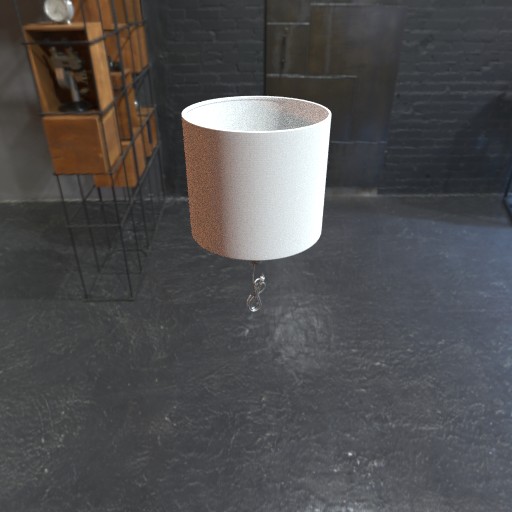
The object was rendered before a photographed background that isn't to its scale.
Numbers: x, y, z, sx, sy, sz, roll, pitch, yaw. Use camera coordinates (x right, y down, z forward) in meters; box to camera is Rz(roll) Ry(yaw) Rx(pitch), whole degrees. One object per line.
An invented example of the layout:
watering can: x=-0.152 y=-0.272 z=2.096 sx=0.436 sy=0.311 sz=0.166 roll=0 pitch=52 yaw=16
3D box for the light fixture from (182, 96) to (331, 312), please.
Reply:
light fixture: x=0.000 y=0.000 z=0.910 sx=0.203 sy=0.651 sz=0.516 roll=0 pitch=31 yaw=0
